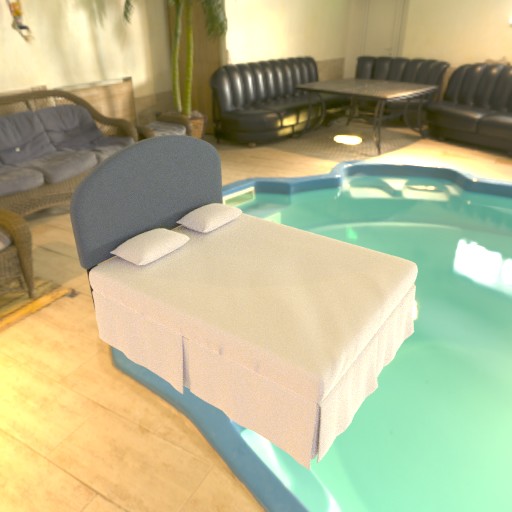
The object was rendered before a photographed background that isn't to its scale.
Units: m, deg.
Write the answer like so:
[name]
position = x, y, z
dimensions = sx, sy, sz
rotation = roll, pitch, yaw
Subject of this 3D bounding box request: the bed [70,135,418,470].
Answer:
[bed]
position = 0.000, 0.000, 3.164
dimensions = 2.005, 1.410, 1.607
rotation = 19, 33, 31
